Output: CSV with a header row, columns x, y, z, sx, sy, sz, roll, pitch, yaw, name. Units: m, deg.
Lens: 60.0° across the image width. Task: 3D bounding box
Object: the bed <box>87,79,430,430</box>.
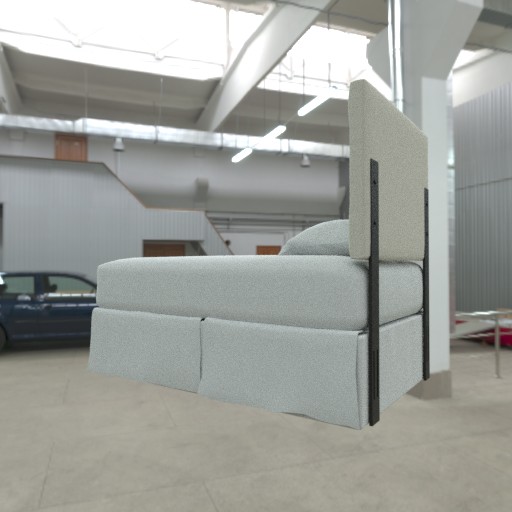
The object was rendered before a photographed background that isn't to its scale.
x,y,z,sx,sy,sz,roll,pitch,yaw,name
0.000,0.000,2.986,1.997,1.571,1.261,-1,-1,35,bed
